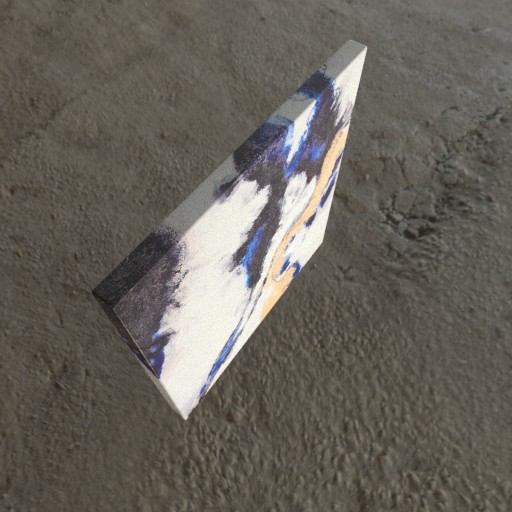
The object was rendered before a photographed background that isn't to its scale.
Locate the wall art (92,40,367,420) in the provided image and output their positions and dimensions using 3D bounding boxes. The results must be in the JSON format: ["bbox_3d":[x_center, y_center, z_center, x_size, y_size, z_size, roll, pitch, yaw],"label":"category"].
[{"bbox_3d":[0.000,0.000,0.897,0.039,0.609,0.609,31,63,18],"label":"wall art"}]
